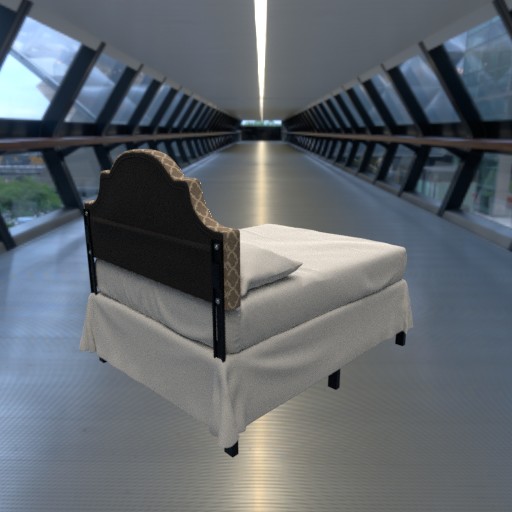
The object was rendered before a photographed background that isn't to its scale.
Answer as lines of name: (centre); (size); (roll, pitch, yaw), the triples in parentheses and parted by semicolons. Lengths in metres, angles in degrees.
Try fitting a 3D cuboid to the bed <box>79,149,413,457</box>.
bed: (0.000, 0.000, 3.432); (2.222, 1.633, 1.780); (-14, 20, -43)
